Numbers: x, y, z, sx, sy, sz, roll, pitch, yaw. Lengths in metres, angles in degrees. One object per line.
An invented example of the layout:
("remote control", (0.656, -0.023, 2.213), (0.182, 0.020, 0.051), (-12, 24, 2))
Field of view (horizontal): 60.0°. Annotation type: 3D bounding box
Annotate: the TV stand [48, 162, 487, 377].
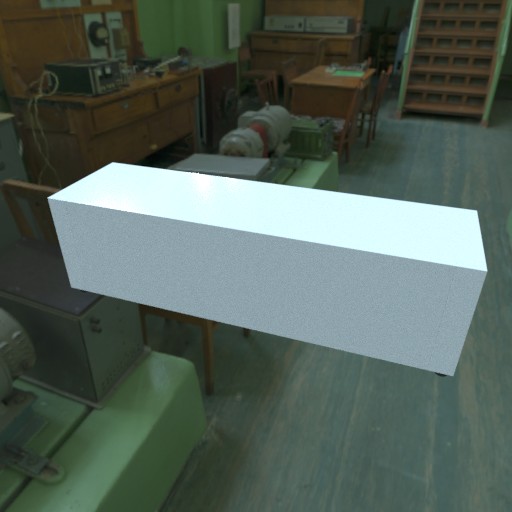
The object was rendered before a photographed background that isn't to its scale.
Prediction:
("TV stand", (0.000, 0.000, 1.717), (1.500, 0.440, 0.410), (10, 33, 16))
